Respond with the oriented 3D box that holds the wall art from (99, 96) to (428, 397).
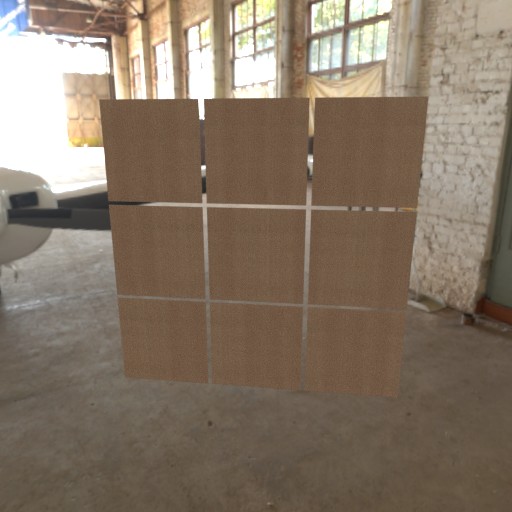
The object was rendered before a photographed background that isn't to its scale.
[{"bbox_3d":[0.000,0.000,2.238,1.517,1.505,0.002,2,16,7],"label":"wall art"}]
